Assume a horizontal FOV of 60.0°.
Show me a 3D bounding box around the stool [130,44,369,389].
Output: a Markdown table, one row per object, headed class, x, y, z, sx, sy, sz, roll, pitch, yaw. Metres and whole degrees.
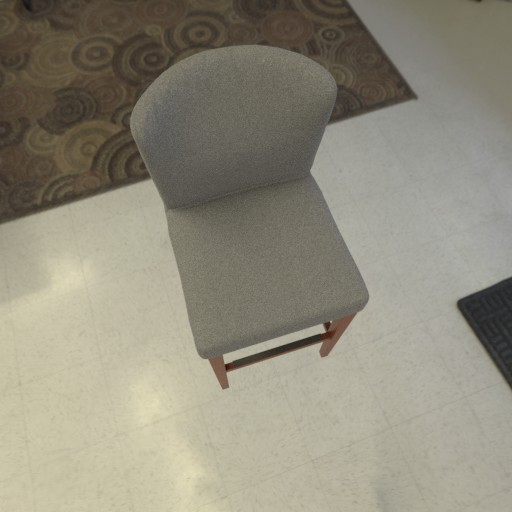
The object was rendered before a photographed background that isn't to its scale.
| class | x | y | z | sx | sy | sz | roll | pitch | yaw |
| --- | --- | --- | --- | --- | --- | --- | --- | --- | --- |
| stool | 0.000 | 0.000 | 1.361 | 0.481 | 1.069 | 0.568 | -16 | 65 | -8 |
